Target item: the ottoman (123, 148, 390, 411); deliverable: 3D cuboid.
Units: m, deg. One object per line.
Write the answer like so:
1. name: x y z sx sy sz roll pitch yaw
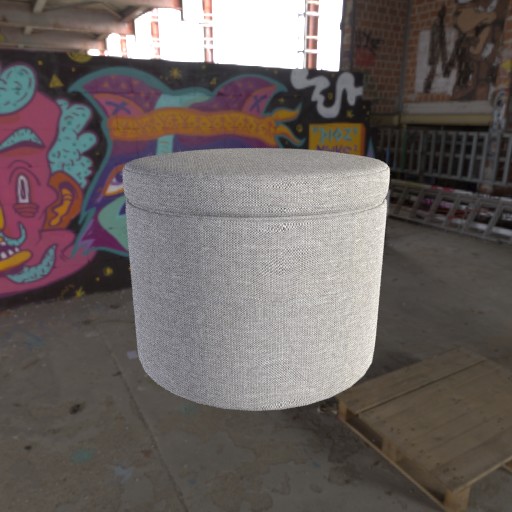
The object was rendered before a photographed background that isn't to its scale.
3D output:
1. ottoman: 0.000 0.000 0.912 0.500 0.419 0.500 0 17 0
